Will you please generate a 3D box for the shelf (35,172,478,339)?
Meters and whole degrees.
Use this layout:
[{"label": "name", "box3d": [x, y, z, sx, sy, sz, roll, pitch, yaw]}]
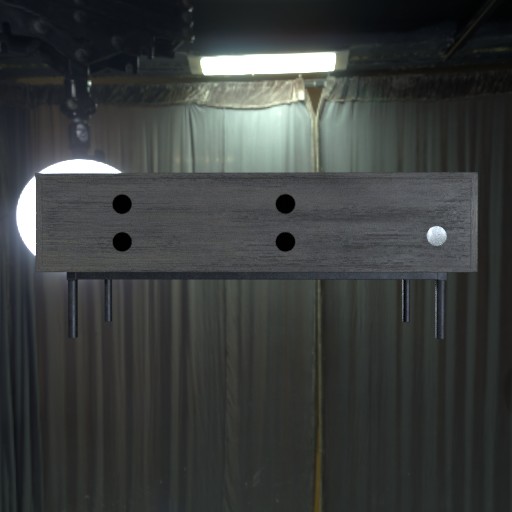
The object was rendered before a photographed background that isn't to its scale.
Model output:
[{"label": "shelf", "box3d": [0.000, 0.000, 1.501, 1.300, 0.495, 0.400, 0, 1, 1]}]
